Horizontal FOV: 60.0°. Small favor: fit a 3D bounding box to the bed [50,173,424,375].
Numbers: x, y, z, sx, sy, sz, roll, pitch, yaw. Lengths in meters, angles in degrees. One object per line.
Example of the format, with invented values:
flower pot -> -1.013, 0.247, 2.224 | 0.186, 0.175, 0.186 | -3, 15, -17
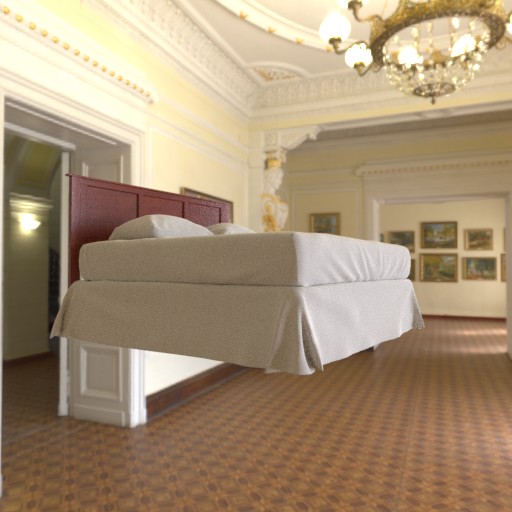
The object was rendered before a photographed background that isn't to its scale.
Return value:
bed -> 0.000, 0.000, 3.646 | 2.219, 1.271, 2.314 | -1, -2, 35
